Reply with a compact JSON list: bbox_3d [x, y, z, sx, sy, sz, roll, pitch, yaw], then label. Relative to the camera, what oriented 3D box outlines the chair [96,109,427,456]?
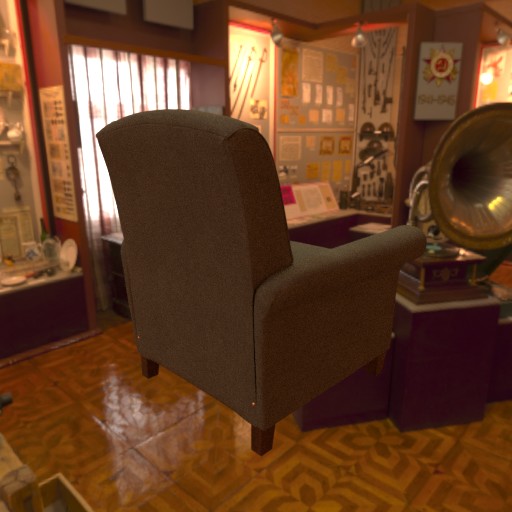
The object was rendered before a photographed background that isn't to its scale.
[{"bbox_3d":[0.000,0.000,1.741,0.978,1.061,0.905,14,21,43],"label":"chair"}]
